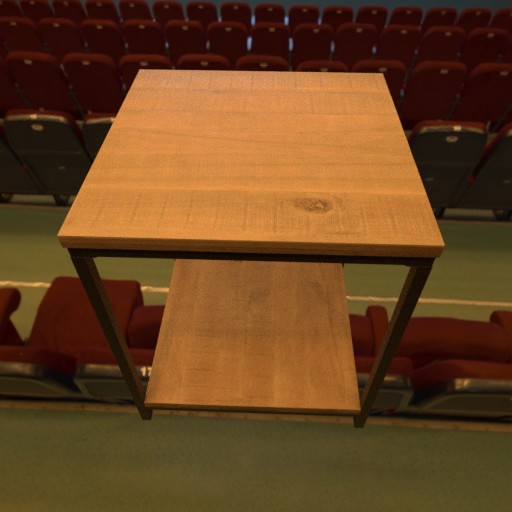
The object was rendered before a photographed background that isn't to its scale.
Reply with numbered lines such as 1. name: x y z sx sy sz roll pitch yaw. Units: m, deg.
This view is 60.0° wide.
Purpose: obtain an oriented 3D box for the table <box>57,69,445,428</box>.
1. table: 0.000 0.000 0.965 0.507 0.589 0.503 2 47 1
